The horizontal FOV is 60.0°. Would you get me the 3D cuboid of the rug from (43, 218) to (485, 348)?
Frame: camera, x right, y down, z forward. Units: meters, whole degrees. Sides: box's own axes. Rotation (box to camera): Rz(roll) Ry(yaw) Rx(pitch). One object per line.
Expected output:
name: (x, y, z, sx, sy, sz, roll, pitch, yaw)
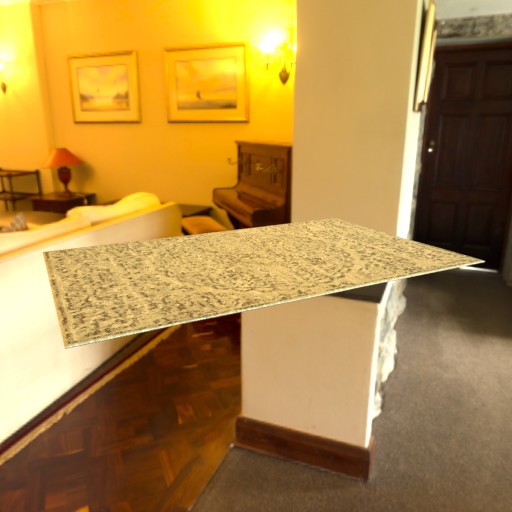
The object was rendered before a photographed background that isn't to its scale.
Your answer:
rug: (0.000, 0.000, 2.885, 2.447, 0.021, 1.527, -8, 18, -27)
